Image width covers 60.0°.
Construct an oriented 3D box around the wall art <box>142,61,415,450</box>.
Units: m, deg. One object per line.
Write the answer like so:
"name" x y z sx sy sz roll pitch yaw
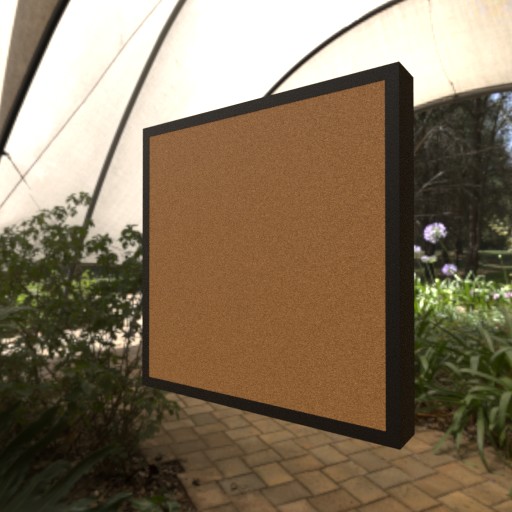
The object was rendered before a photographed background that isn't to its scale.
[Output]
"wall art" 0.000 0.000 0.451 0.305 0.304 0.038 0 -1 36
